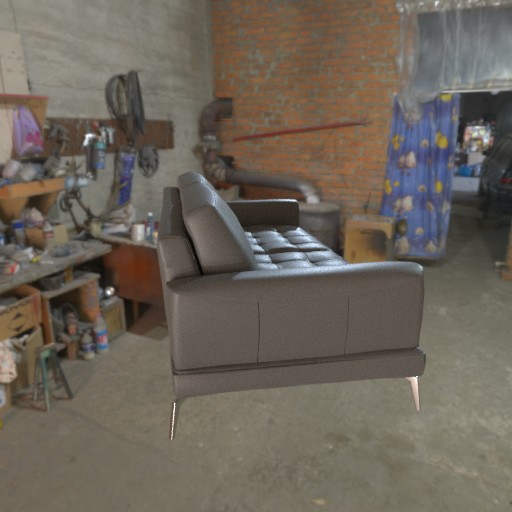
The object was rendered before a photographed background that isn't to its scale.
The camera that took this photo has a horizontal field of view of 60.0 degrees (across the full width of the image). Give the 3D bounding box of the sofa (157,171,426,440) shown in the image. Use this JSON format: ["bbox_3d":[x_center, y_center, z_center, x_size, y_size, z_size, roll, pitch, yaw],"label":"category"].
[{"bbox_3d":[0.000,0.000,2.751,1.121,0.930,2.177,-3,16,-10],"label":"sofa"}]
